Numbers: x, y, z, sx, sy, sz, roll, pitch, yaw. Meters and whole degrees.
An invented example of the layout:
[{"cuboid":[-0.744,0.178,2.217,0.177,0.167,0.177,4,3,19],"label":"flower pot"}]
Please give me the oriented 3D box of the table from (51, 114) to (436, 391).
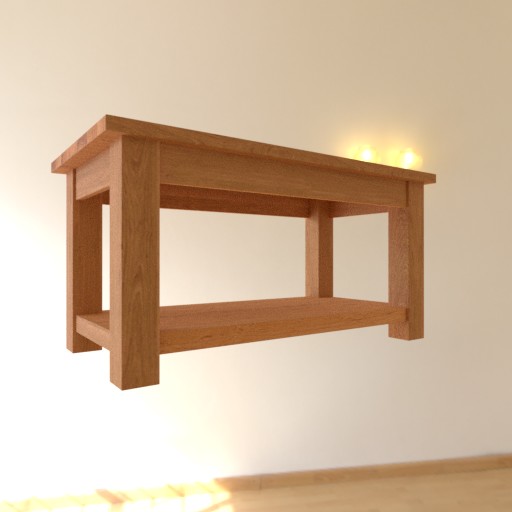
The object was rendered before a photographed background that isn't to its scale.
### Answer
[{"cuboid":[0.000,0.000,1.149,0.899,0.452,0.450,0,0,-35],"label":"table"}]
